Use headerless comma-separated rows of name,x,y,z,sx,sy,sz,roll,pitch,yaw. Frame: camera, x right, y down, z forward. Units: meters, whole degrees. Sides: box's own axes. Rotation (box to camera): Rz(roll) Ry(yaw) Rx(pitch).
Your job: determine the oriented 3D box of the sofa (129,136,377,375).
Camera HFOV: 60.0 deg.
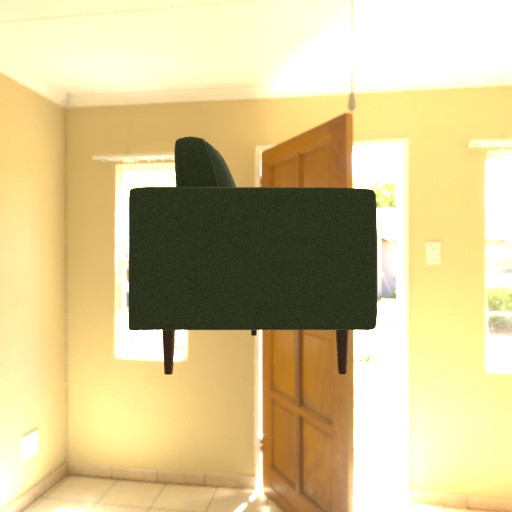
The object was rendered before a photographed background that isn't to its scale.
sofa,0.000,0.000,2.514,0.879,0.899,2.029,0,0,0
